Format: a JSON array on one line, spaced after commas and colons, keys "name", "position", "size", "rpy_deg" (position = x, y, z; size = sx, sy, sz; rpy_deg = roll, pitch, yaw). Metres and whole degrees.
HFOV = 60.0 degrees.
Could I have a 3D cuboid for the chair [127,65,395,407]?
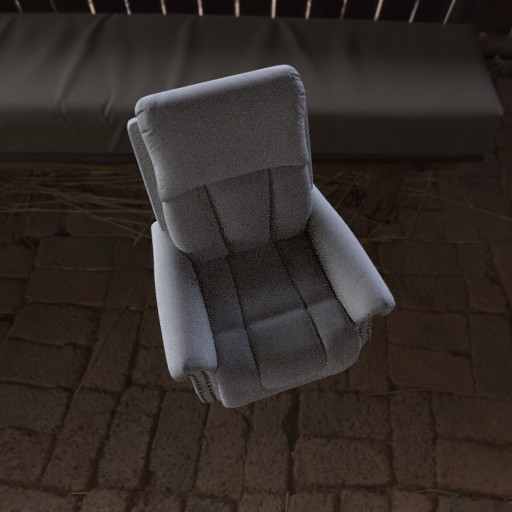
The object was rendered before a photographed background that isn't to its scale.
[{"name": "chair", "position": [0.000, 0.000, 1.784], "size": [0.871, 1.031, 0.979], "rpy_deg": [-16, 65, -8]}]
